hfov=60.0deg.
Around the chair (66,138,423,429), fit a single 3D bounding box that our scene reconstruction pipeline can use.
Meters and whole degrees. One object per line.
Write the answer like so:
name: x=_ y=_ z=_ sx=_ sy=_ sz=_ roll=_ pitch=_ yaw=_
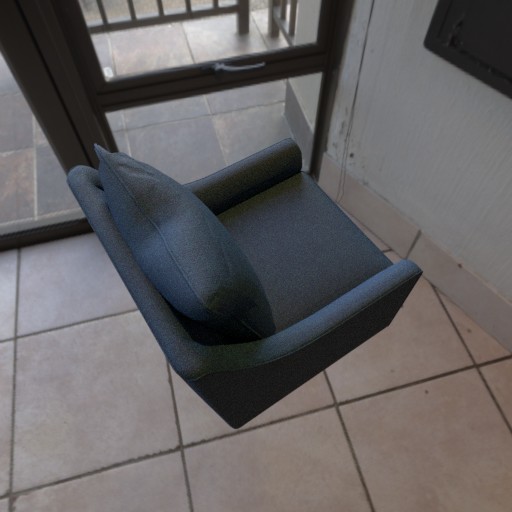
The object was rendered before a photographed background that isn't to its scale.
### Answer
chair: x=0.000 y=0.000 z=1.546 sx=0.870 sy=0.939 sz=0.750 roll=-29 pitch=63 yaw=-17
